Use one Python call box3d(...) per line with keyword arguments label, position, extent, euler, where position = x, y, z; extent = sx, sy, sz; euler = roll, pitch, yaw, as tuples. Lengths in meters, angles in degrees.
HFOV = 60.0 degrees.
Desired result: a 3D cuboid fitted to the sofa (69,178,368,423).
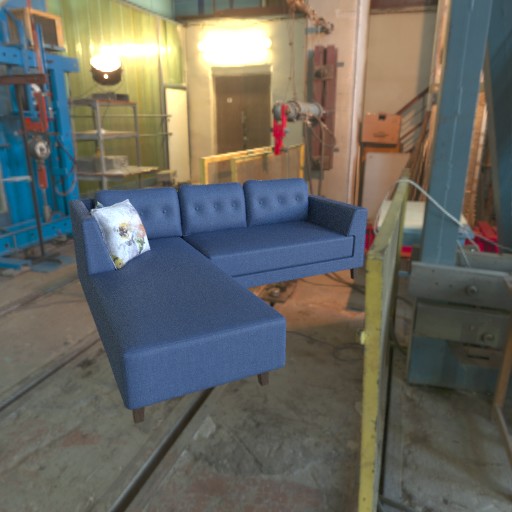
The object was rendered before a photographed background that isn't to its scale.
box3d(label="sofa", position=(0.000, 0.000, 2.978), extent=(2.120, 0.787, 1.829), euler=(-9, 19, -26))
